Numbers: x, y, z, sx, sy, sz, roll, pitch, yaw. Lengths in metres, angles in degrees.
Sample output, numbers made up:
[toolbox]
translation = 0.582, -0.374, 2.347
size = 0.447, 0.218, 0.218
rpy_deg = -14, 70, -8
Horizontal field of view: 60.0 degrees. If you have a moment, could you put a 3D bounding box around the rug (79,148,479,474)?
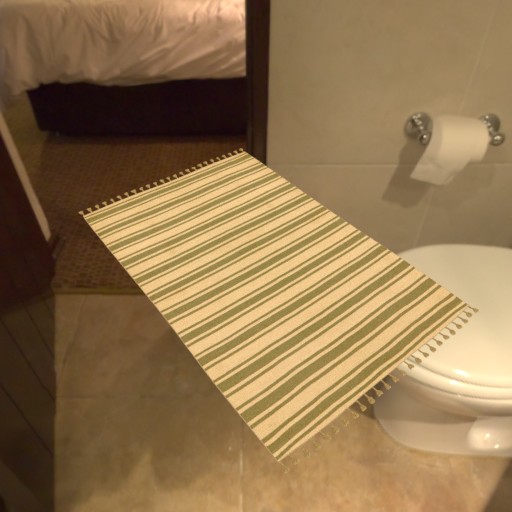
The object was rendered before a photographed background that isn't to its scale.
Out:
[rug]
translation = 0.000, 0.000, 3.018
size = 1.540, 0.018, 2.435
rpy_deg = -28, 50, -26
